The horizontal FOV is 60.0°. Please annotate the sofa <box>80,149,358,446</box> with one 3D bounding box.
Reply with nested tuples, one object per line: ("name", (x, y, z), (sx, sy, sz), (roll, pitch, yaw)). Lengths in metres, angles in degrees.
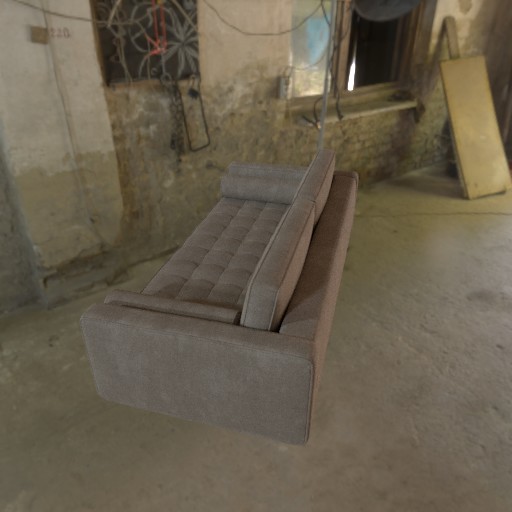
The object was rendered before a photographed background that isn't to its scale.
("sofa", (0.000, 0.000, 2.402), (0.920, 0.769, 1.883), (8, 32, 13))
